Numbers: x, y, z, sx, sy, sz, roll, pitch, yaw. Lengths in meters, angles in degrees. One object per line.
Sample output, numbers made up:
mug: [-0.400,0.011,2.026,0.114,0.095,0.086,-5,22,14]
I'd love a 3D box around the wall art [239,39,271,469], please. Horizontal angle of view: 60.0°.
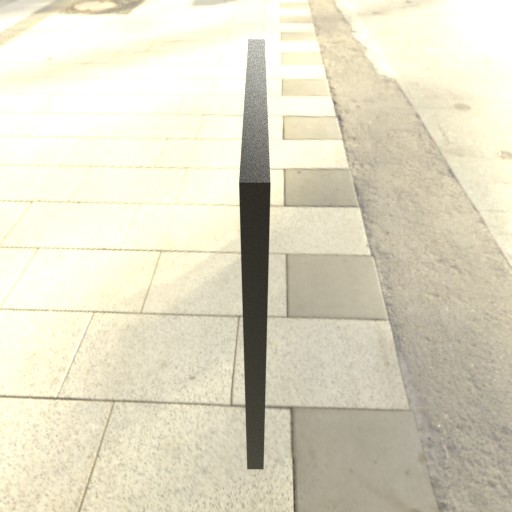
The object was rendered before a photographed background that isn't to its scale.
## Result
wall art: [0.000,0.000,0.742,0.028,0.557,0.457,0,40,0]
